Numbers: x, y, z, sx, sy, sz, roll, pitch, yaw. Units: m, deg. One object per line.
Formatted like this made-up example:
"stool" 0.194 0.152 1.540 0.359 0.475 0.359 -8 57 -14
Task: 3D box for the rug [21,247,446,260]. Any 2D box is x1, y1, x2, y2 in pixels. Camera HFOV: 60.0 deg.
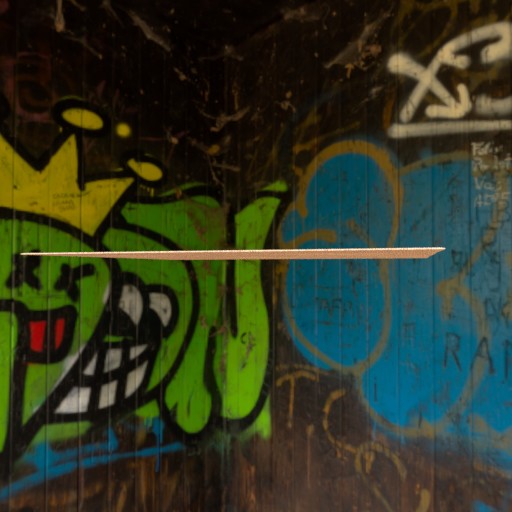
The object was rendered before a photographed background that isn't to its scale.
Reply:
"rug" 0.000 0.000 4.082 3.034 0.012 2.406 -1 -2 19
